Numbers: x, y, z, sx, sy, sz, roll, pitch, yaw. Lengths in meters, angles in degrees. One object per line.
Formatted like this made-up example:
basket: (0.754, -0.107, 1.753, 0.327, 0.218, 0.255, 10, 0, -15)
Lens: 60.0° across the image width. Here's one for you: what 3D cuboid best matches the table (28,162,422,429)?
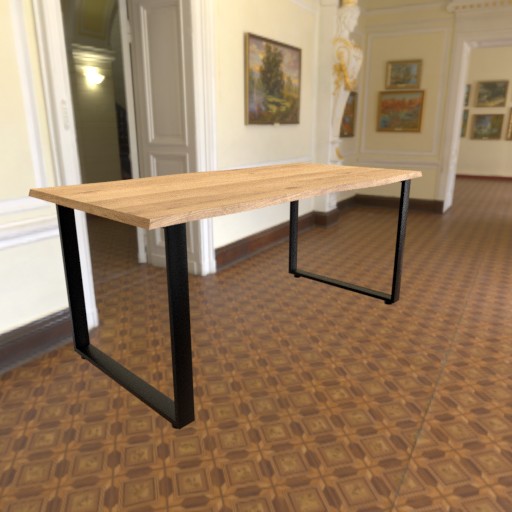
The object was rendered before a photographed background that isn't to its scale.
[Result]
table: (0.000, 0.000, 2.258, 0.900, 0.780, 1.800, 15, 22, 41)
